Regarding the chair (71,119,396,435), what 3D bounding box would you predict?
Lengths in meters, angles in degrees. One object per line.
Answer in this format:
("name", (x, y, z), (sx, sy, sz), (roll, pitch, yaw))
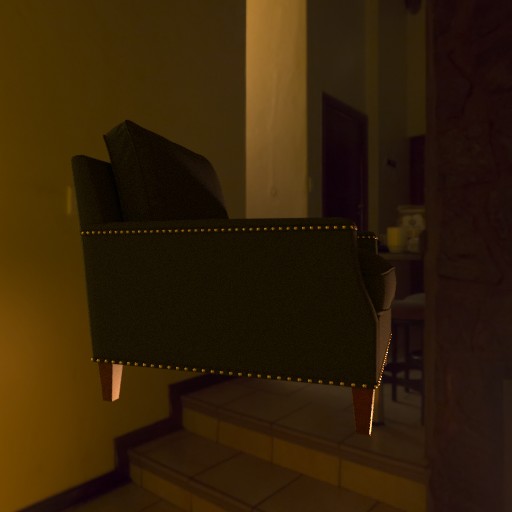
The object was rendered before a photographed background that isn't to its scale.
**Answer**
("chair", (0.000, 0.000, 1.695), (1.014, 0.943, 0.853), (0, 0, 19))
